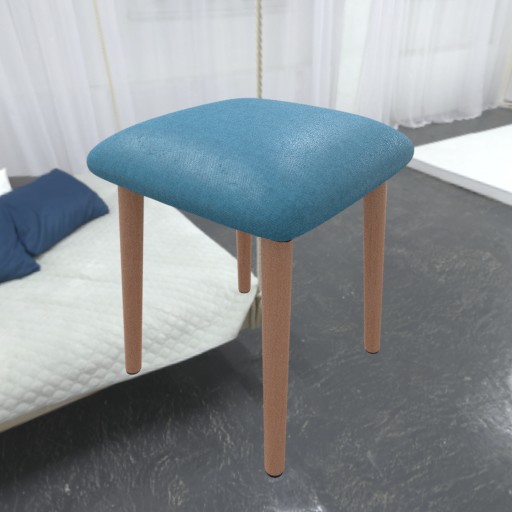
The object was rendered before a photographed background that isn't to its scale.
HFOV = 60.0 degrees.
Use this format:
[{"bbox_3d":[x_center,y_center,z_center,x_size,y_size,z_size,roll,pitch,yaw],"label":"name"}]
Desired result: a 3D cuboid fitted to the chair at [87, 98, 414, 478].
[{"bbox_3d":[0.000,0.000,0.713,0.360,0.450,0.360,22,37,32],"label":"chair"}]
